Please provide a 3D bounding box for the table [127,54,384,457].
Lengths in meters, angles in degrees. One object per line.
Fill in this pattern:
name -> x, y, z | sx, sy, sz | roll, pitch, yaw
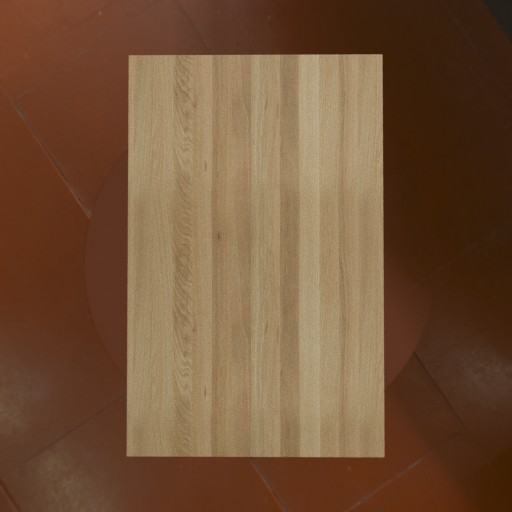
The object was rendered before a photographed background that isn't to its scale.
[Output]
table -> 0.000, 0.000, 1.466 | 0.700, 0.510, 1.100 | 0, 89, 0
